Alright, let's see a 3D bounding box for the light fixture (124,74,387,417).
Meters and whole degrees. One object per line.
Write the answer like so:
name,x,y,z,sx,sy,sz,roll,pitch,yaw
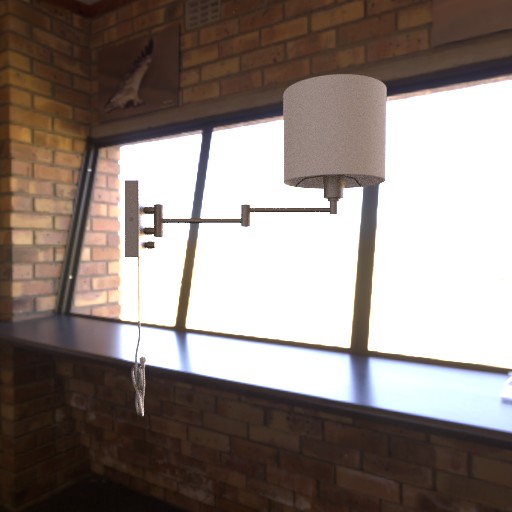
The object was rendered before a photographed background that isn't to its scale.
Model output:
light fixture,0.000,0.000,0.898,0.516,0.651,0.203,0,1,0
